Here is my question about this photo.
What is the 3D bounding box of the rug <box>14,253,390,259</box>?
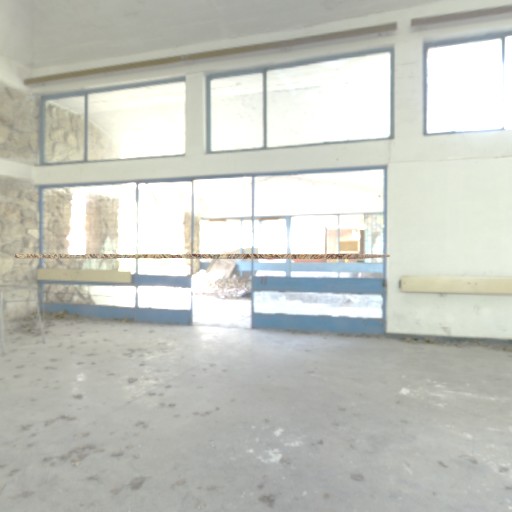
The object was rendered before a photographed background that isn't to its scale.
[{"bbox_3d":[0.000,0.000,2.832,1.523,0.019,2.285,0,0,20],"label":"rug"}]
